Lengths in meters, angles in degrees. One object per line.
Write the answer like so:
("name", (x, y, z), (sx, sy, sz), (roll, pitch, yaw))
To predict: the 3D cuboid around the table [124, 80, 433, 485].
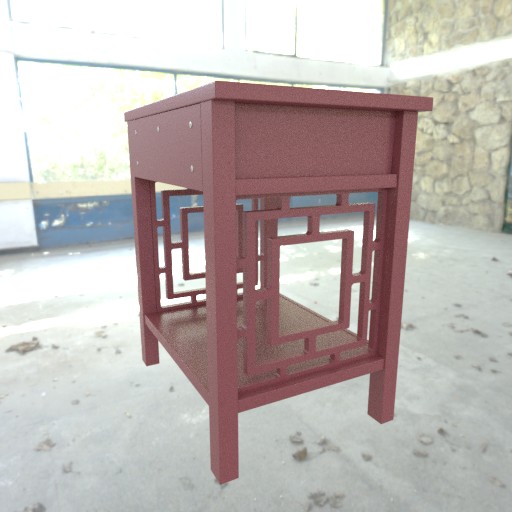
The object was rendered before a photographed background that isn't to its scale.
("table", (0.000, 0.000, 1.065), (0.451, 0.686, 0.599), (-7, 15, -27))
